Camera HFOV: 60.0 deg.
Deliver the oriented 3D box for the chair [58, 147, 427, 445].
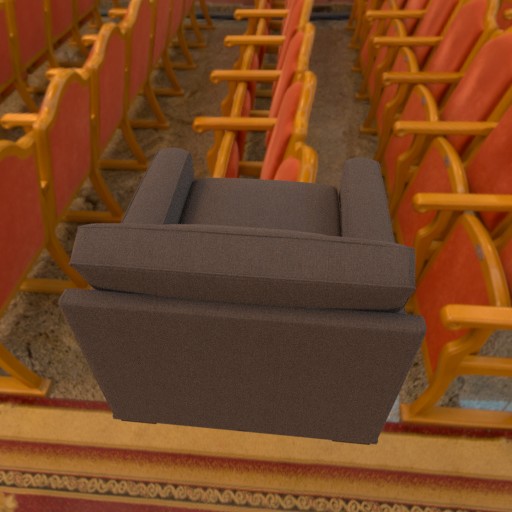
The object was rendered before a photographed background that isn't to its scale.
[{"bbox_3d":[0.000,0.000,1.731,0.997,0.913,1.043,4,45,4],"label":"chair"}]
